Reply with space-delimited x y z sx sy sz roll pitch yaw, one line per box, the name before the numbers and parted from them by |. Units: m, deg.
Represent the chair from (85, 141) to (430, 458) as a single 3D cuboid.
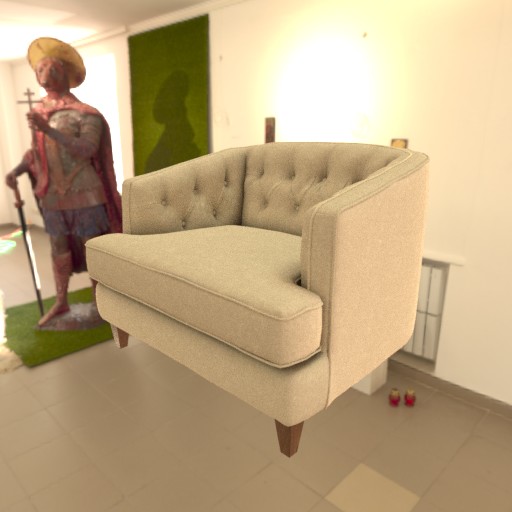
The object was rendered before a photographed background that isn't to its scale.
chair | 0.000 0.000 1.734 1.104 0.852 0.941 15 22 42
